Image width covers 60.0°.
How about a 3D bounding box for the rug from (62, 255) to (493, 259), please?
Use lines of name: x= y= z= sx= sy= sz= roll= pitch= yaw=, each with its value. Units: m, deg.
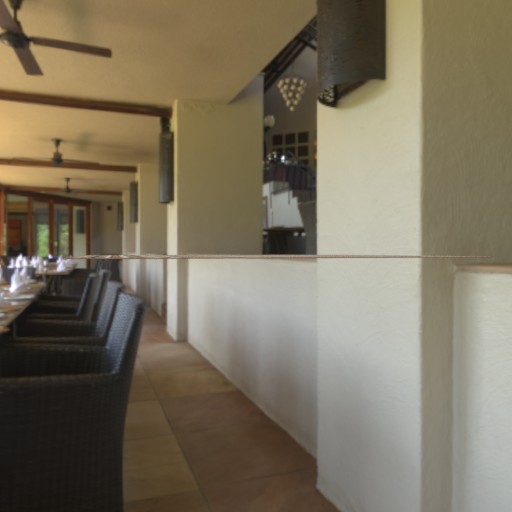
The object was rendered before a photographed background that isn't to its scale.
rug: x=0.000 y=0.000 z=4.091 sx=3.045 sy=0.011 sz=2.436 roll=0 pitch=1 yaw=-17
